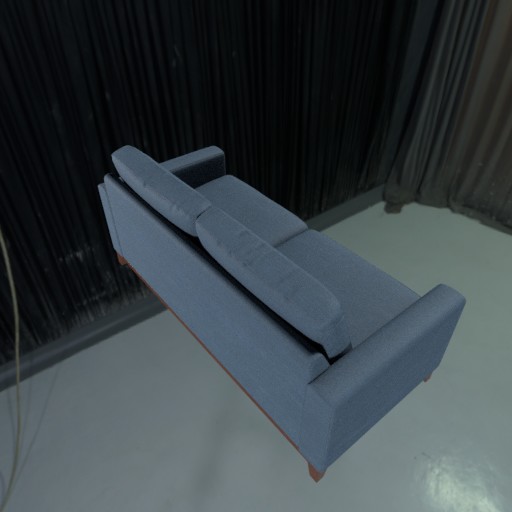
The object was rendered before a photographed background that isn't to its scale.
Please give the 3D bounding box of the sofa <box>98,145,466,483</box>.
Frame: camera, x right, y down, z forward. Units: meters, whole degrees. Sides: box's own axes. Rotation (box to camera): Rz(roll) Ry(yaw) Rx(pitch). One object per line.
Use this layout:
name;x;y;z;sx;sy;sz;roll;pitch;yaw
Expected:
sofa;0.000;0.000;2.369;0.877;0.865;1.900;-28;47;-29
